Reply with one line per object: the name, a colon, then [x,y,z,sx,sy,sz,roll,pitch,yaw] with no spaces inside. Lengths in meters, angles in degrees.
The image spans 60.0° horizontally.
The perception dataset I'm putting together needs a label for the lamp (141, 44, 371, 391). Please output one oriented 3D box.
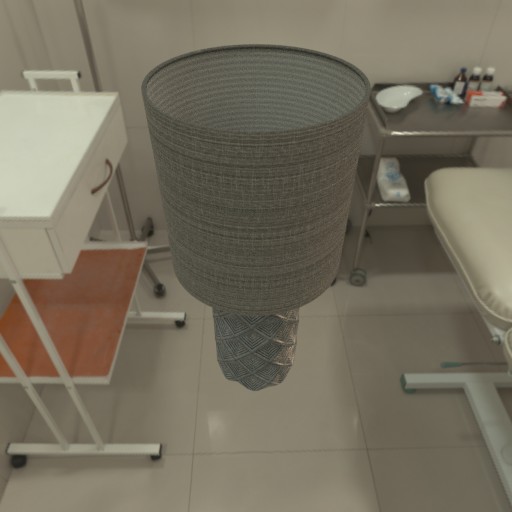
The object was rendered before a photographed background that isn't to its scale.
lamp: [0.000,0.000,0.718,0.269,0.566,0.268,-1,42,-1]
